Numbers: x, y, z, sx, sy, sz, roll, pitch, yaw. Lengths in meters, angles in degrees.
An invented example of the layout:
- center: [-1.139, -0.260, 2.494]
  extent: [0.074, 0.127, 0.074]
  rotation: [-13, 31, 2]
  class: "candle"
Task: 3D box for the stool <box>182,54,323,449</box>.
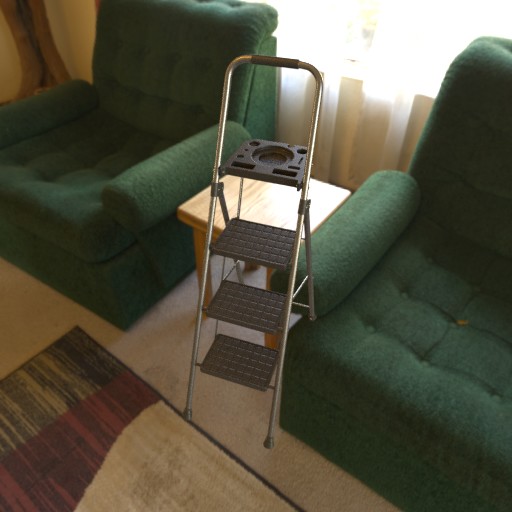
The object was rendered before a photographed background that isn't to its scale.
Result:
- center: [0.000, 0.000, 1.605]
  extent: [0.396, 1.277, 0.733]
  rotation: [13, 43, 15]
  class: "stool"
